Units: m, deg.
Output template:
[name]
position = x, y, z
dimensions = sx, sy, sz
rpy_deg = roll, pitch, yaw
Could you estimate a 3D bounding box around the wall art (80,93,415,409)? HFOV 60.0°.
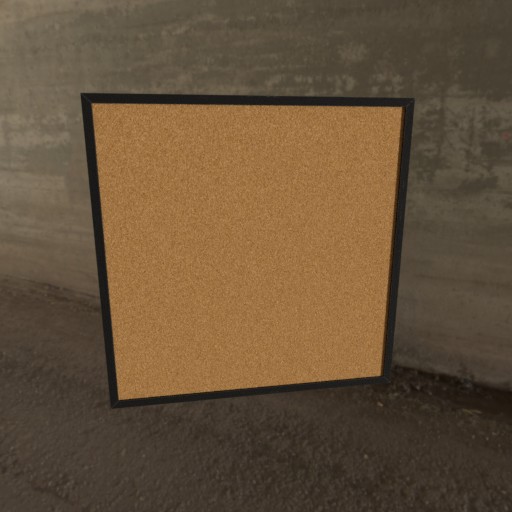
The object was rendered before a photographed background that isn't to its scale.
[wall art]
position = 0.000, 0.000, 0.744
dimensions = 0.506, 0.506, 0.036
rpy_deg = -3, 15, -9
